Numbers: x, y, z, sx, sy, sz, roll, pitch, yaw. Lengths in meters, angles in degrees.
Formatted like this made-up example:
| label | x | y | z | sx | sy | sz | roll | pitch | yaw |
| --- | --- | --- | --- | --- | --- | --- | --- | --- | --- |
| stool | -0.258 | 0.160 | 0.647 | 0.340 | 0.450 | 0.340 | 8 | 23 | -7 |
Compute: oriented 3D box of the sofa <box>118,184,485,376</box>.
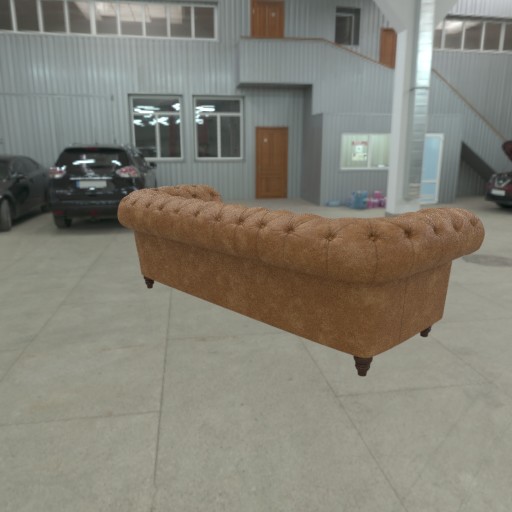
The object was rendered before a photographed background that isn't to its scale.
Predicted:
| label | x | y | z | sx | sy | sz | roll | pitch | yaw |
| --- | --- | --- | --- | --- | --- | --- | --- | --- | --- |
| sofa | 0.000 | 0.000 | 2.797 | 0.989 | 0.760 | 2.365 | -13 | 19 | -43 |
